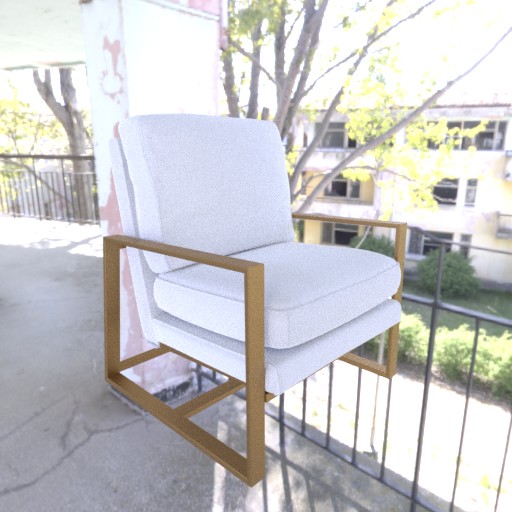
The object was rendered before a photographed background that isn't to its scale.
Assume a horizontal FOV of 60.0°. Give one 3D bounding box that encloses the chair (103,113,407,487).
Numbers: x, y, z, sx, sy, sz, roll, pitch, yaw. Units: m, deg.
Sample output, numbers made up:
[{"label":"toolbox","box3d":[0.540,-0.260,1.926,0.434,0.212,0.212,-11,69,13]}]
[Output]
[{"label":"chair","box3d":[0.000,0.000,1.559,0.813,0.966,0.805,13,20,42]}]
